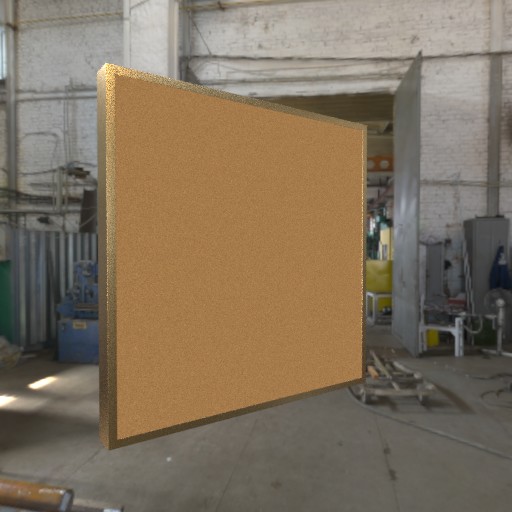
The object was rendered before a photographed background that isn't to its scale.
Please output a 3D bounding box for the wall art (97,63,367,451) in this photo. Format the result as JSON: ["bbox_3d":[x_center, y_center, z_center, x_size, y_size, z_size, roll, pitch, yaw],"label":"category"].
[{"bbox_3d":[0.000,0.000,0.745,0.509,0.509,0.040,-1,1,-36],"label":"wall art"}]
